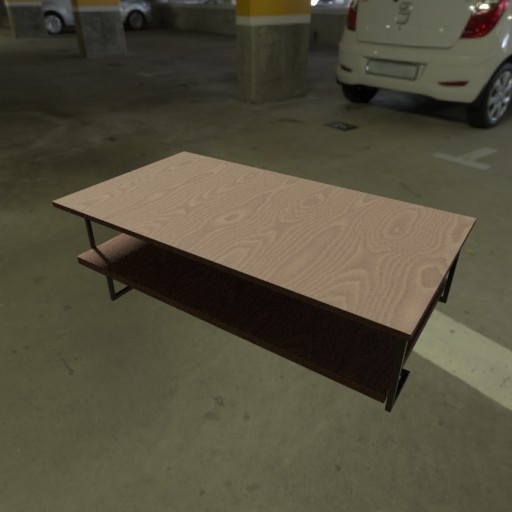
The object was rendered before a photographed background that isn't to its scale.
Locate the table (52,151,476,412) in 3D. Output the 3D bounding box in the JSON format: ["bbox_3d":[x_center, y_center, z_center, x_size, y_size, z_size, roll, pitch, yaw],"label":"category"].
[{"bbox_3d":[0.000,0.000,1.506,1.197,0.347,0.651,19,36,29],"label":"table"}]
